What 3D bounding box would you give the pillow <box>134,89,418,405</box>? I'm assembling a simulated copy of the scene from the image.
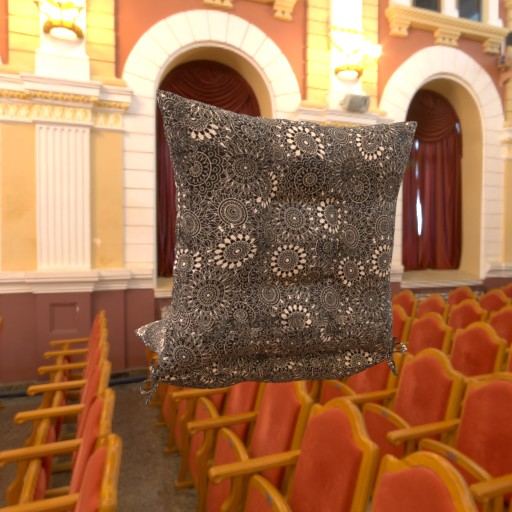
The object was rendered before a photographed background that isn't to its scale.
[{"bbox_3d":[0.000,0.000,1.017,0.541,0.536,0.585,0,1,-19],"label":"pillow"}]
